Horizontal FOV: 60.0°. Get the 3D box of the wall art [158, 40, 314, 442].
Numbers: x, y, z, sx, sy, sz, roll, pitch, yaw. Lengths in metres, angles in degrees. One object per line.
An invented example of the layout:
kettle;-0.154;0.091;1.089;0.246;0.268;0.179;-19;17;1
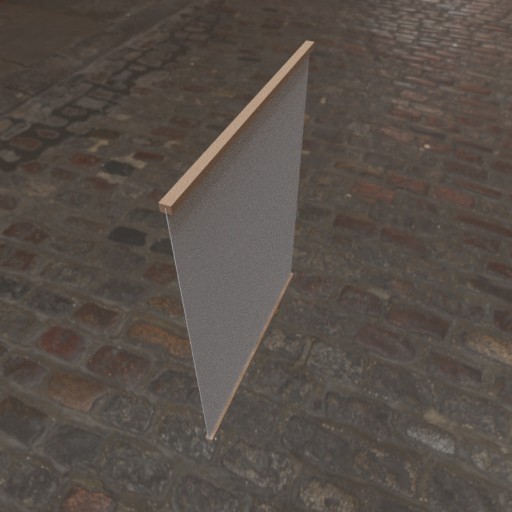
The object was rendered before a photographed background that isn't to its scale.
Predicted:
wall art;0.000;0.000;0.693;0.012;0.508;0.405;17;48;16
